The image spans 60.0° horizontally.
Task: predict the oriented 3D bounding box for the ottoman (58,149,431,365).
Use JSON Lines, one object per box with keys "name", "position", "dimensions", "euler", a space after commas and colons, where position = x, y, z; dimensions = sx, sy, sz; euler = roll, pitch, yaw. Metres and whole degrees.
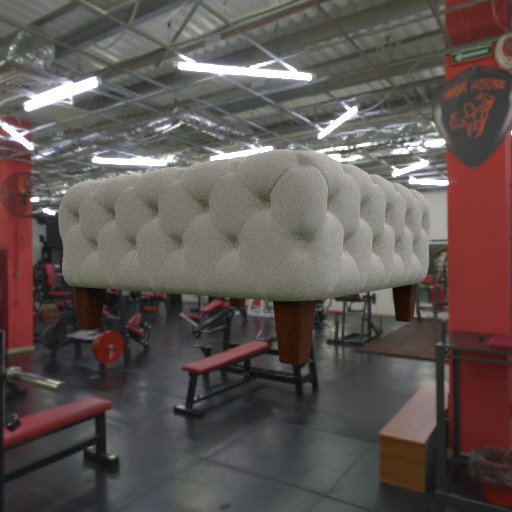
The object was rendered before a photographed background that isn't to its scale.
{"name": "ottoman", "position": [0.000, 0.000, 1.215], "dimensions": [0.753, 0.376, 0.755], "euler": [0, 0, 36]}
